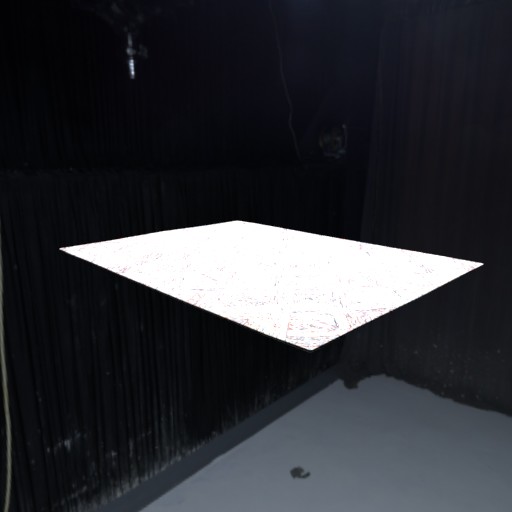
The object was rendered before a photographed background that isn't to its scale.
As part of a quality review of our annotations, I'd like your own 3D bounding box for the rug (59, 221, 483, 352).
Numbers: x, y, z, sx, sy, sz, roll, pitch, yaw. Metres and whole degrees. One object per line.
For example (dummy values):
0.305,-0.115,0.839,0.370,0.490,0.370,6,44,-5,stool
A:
0.000,0.000,4.158,2.436,0.024,3.226,-13,19,-43,rug
